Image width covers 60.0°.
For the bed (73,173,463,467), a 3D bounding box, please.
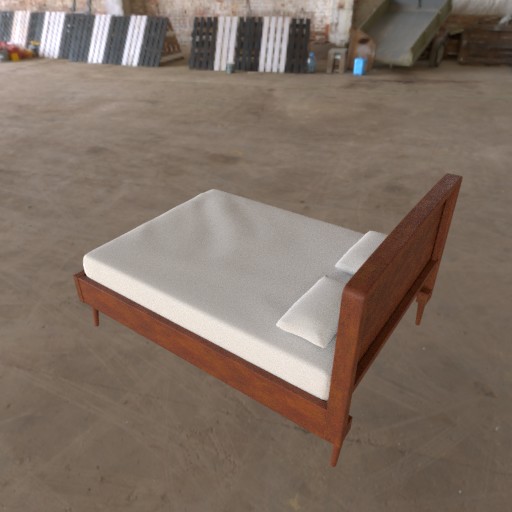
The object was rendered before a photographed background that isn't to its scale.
[{"bbox_3d":[0.000,0.000,3.207,2.196,1.275,1.587,21,38,29],"label":"bed"}]
